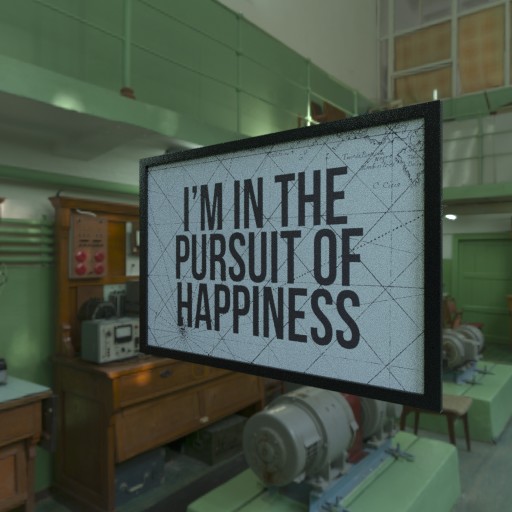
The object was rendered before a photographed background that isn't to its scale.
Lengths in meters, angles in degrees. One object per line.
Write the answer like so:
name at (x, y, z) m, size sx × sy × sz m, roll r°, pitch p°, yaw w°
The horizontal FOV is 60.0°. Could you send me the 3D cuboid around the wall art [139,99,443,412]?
wall art at (0.000, 0.000, 1.029) m, size 0.819 × 0.552 × 0.015 m, roll 0°, pitch 0°, yaw 36°
